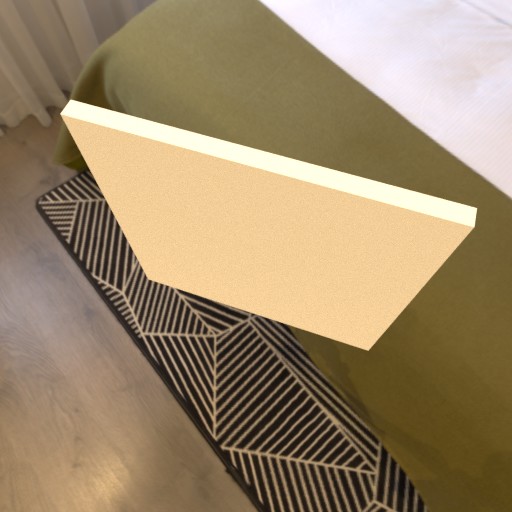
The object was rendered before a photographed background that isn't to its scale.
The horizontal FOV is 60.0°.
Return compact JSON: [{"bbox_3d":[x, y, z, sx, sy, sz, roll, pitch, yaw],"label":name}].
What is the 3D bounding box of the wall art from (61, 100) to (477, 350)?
[{"bbox_3d":[0.000,0.000,0.824,0.559,0.559,0.028,17,64,8],"label":"wall art"}]
